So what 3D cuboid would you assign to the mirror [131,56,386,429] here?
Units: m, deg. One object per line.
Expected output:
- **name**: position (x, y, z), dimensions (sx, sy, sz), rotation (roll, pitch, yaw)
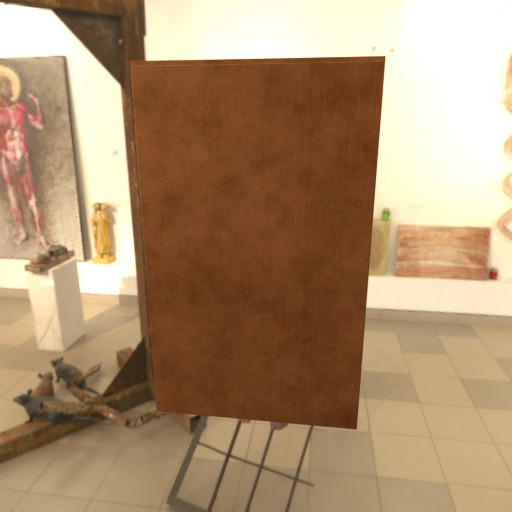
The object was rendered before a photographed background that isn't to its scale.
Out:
- **mirror**: position (0.000, 0.000, 0.948), dimensions (0.468, 0.768, 0.082), rotation (2, 17, 8)
